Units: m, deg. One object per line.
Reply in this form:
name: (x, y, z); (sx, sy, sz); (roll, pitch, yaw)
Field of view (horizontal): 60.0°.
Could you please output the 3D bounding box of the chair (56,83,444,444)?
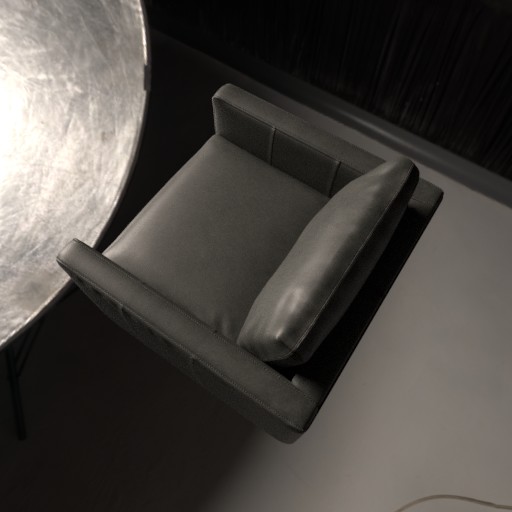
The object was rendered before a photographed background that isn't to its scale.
chair: (0.000, 0.000, 1.487); (0.861, 0.824, 0.967); (31, 67, 15)
